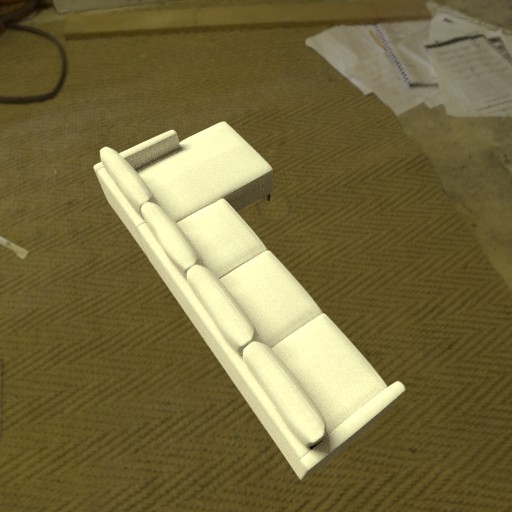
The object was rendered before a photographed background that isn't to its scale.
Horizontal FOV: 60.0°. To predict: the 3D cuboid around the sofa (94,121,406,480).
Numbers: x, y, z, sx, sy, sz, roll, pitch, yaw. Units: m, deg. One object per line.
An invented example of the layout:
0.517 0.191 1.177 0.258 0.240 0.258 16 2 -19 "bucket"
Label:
0.000 0.000 2.906 1.126 0.677 2.445 -31 62 -18 "sofa"
